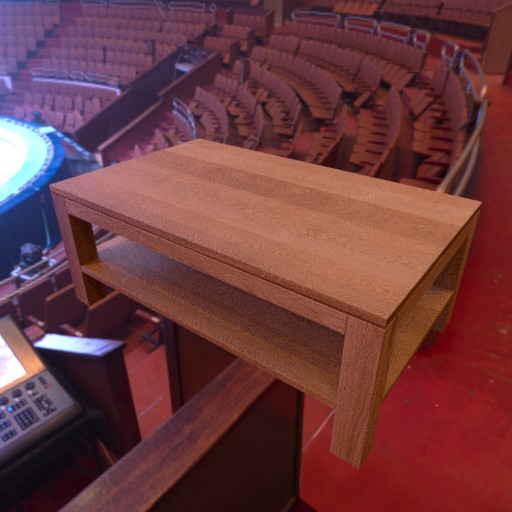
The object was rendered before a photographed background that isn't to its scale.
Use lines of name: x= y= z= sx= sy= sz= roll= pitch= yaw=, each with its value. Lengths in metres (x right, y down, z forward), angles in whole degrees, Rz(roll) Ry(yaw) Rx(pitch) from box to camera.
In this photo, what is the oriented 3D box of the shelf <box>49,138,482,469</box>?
shelf: x=0.000 y=0.000 z=1.483 sx=1.150 sy=0.450 sz=0.700 roll=21 pitch=36 yaw=32
